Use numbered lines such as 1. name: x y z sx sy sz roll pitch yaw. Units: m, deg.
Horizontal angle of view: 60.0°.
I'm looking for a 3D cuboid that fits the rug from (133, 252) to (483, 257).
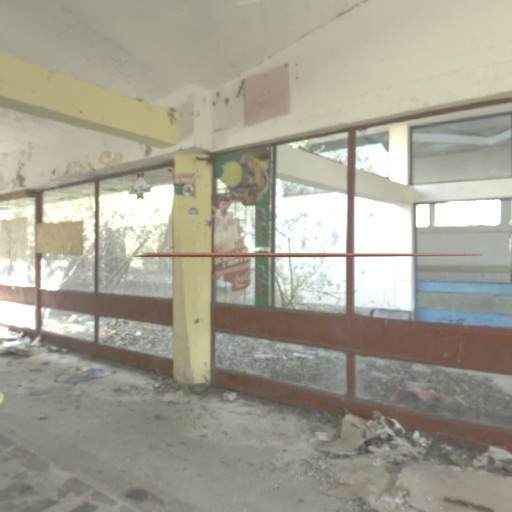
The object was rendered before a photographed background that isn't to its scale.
1. rug: 0.000 0.000 2.351 1.217 0.007 1.828 0 0 -17
